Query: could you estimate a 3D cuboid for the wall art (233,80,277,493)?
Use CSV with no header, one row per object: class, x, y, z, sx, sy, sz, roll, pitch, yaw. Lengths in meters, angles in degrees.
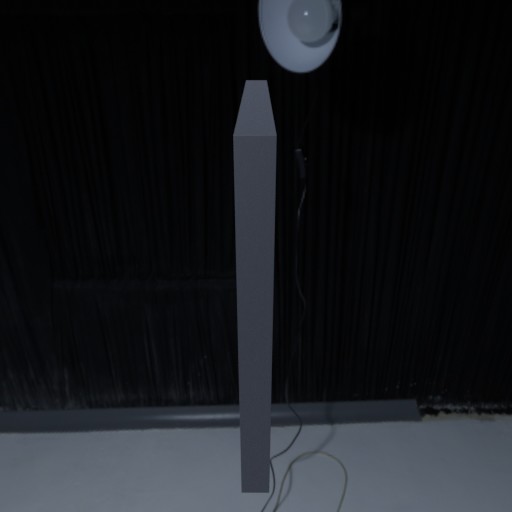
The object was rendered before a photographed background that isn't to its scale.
wall art,0.000,0.000,0.752,0.040,0.509,0.509,0,27,0
